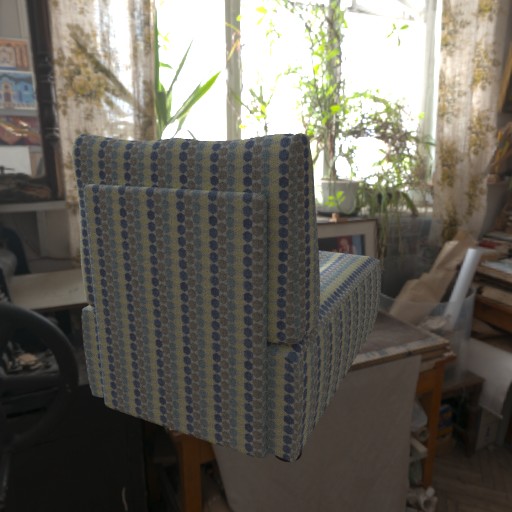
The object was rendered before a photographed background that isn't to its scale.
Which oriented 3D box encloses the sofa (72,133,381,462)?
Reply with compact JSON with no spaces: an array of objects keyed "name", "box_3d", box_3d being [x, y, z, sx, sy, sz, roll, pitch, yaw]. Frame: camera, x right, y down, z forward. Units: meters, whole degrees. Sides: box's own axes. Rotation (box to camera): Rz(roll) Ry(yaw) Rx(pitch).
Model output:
[{"name":"sofa","box_3d":[0.000,0.000,1.561,0.700,0.820,1.000,7,16,25]}]
